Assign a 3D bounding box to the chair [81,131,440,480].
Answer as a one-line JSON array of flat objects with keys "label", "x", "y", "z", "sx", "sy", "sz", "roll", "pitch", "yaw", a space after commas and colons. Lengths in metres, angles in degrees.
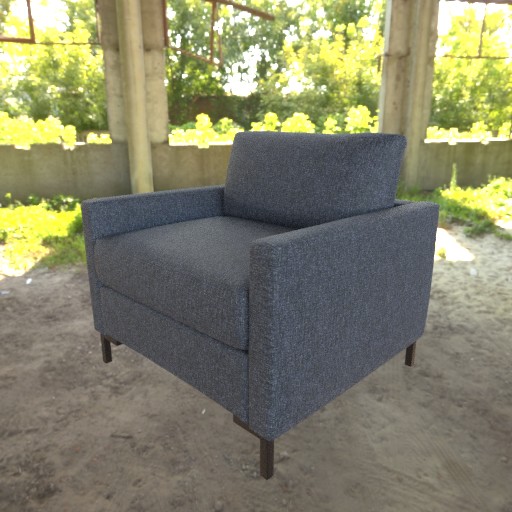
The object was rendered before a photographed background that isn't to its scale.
[{"label": "chair", "x": 0.000, "y": 0.000, "z": 1.581, "sx": 0.963, "sy": 0.861, "sz": 0.866, "roll": 15, "pitch": 21, "yaw": 42}]
